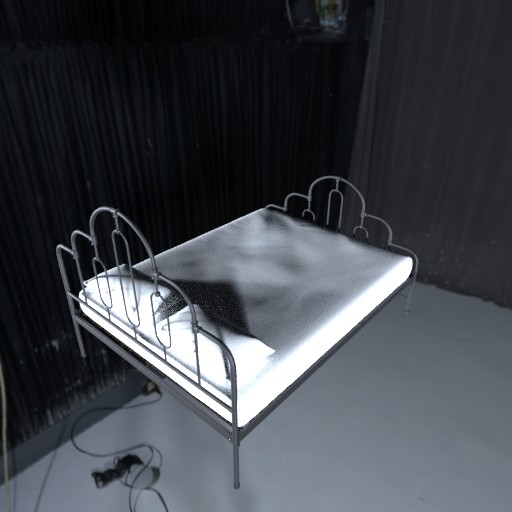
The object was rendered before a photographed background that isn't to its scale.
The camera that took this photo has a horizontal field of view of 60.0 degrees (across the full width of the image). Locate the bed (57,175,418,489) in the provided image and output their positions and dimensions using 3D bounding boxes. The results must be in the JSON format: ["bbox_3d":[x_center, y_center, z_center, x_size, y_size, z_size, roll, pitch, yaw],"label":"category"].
[{"bbox_3d":[0.000,0.000,3.247,1.640,1.429,2.163,23,36,35],"label":"bed"}]
